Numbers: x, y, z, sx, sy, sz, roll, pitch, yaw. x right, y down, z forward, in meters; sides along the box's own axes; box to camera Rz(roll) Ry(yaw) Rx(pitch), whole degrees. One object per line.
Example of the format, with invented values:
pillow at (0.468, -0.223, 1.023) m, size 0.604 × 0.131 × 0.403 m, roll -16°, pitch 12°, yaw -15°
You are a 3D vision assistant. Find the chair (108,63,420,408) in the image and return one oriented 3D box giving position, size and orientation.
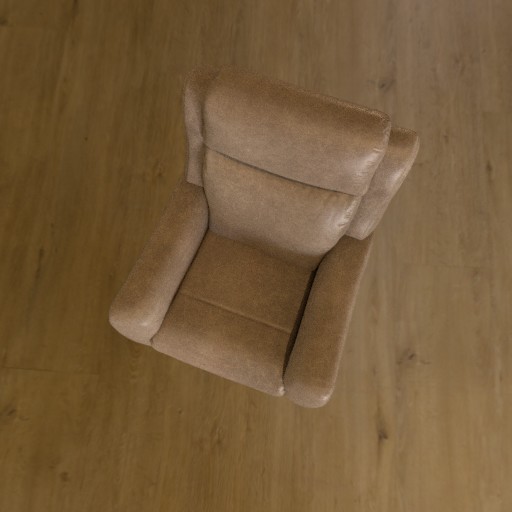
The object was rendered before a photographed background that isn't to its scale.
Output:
chair at (0.000, 0.000, 1.922) m, size 0.965 × 1.116 × 1.068 m, roll 20°, pitch 77°, yaw 5°
